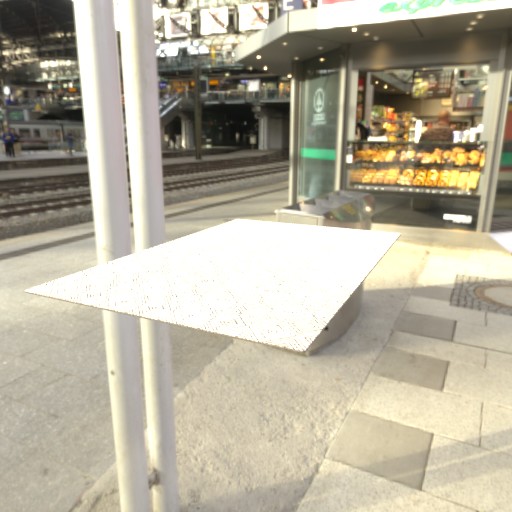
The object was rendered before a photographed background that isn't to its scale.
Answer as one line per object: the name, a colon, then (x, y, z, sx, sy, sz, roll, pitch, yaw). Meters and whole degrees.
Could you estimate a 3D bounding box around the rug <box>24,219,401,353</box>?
rug: (0.000, 0.000, 2.278, 1.175, 0.008, 1.783, 7, 17, 25)
